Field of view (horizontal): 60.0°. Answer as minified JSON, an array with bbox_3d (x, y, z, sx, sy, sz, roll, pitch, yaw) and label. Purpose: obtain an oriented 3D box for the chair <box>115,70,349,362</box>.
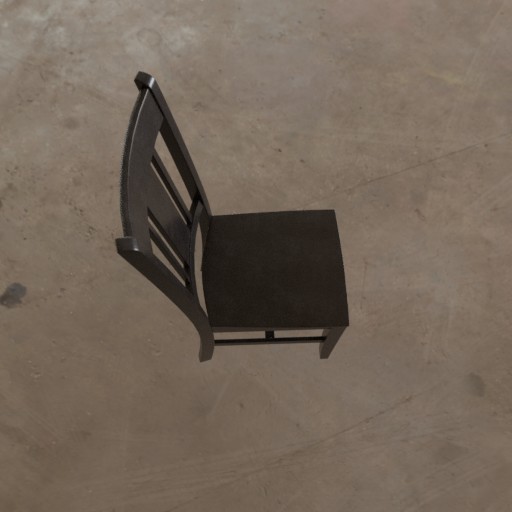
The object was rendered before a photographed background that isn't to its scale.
[{"bbox_3d":[0.000,0.000,1.335,0.555,0.998,0.450,-2,64,-1],"label":"chair"}]
